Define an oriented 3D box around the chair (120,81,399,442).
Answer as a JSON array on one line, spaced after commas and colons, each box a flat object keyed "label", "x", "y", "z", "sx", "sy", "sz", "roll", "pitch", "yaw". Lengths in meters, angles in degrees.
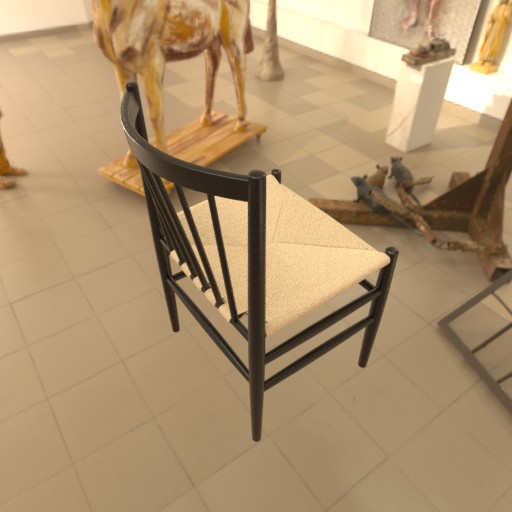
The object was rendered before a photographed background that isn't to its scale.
[{"label": "chair", "x": 0.000, "y": 0.000, "z": 1.140, "sx": 0.516, "sy": 0.818, "sz": 0.495, "roll": -25, "pitch": 47, "yaw": -26}]
